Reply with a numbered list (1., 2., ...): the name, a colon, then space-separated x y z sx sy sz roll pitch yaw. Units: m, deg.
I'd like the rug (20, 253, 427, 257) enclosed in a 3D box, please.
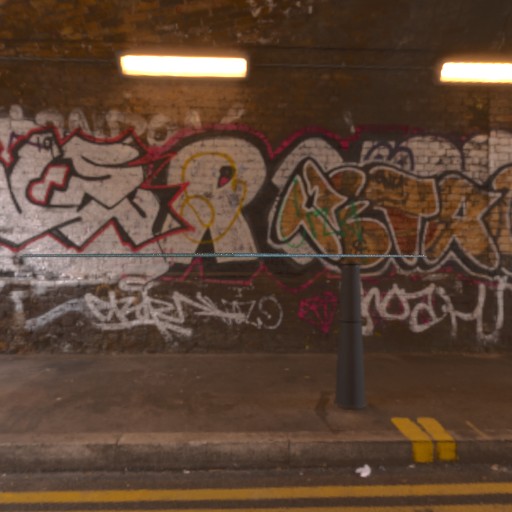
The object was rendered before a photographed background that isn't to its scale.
1. rug: 0.000 0.000 2.306 1.211 0.012 1.833 0 0 37
